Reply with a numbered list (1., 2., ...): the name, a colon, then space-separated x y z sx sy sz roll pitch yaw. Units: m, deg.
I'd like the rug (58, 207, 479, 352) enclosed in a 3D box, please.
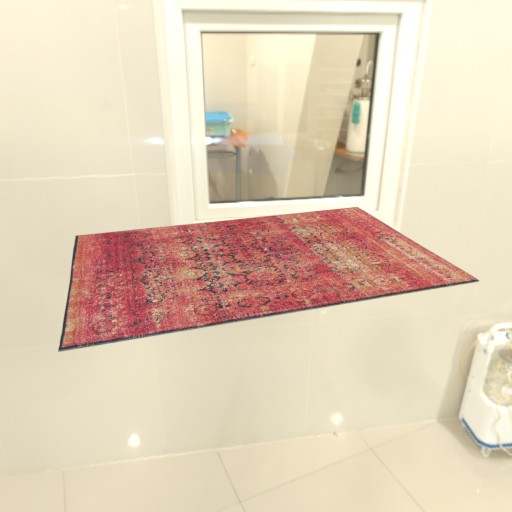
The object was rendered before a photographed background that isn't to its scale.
1. rug: 0.000 0.000 3.090 2.449 0.018 1.539 -7 25 -16
